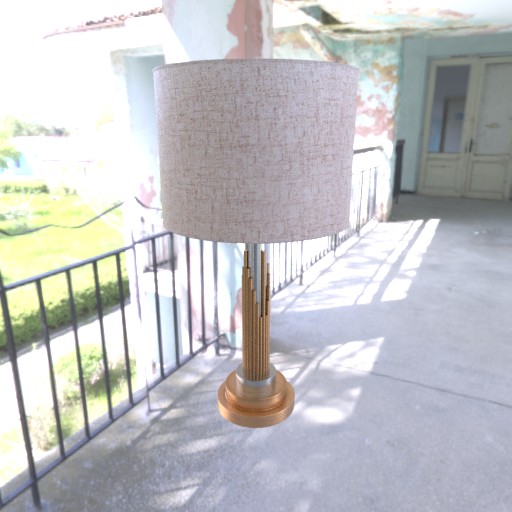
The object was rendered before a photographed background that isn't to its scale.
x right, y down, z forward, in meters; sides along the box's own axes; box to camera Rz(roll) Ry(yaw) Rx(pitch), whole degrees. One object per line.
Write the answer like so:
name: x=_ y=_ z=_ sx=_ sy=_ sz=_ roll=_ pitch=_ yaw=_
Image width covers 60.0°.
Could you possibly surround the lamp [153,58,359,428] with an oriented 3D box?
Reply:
lamp: x=0.000 y=0.000 z=0.793 sx=0.321 sy=0.610 sz=0.321 roll=9 pitch=19 yaw=27
